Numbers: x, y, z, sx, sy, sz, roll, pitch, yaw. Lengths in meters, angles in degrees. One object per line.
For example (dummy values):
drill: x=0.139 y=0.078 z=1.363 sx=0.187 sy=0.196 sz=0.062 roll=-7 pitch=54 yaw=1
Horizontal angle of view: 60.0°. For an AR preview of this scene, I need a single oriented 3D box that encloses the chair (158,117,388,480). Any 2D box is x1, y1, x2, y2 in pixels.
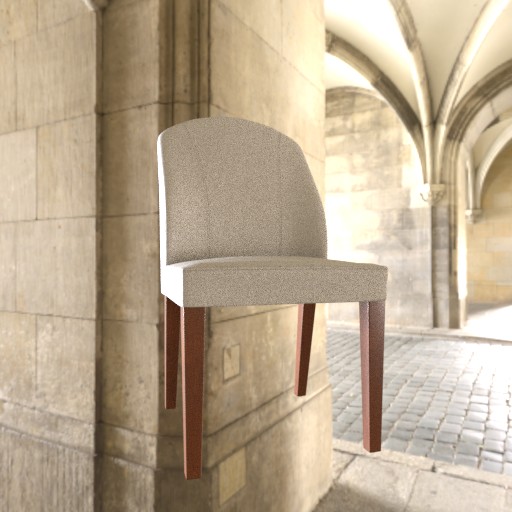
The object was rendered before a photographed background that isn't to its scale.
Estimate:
chair: x=0.000 y=0.000 z=1.172 sx=0.472 sy=0.893 sz=0.540 roll=0 pitch=0 yaw=-17
